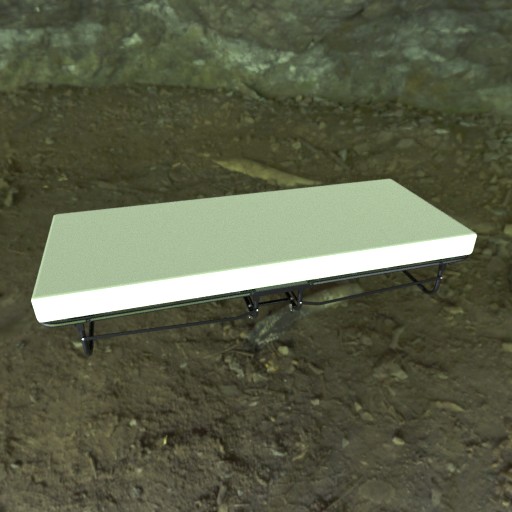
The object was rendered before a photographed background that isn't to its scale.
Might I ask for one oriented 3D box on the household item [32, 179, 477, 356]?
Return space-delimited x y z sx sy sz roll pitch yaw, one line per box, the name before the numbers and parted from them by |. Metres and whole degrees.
household item | 0.000 0.000 2.162 1.905 0.356 0.787 -8 31 -14
